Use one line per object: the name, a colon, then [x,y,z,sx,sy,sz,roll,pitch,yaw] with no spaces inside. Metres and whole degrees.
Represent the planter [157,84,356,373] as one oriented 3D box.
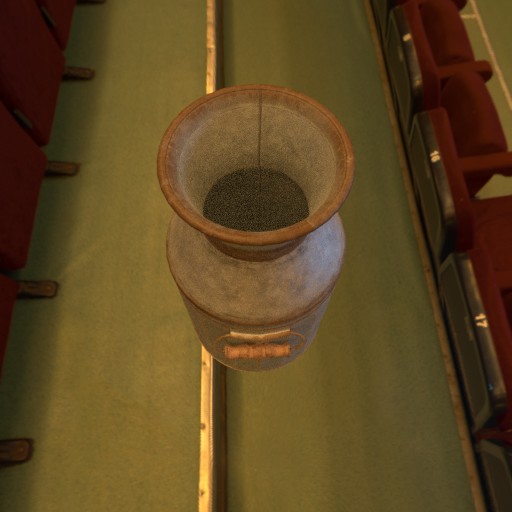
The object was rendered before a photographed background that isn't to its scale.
planter: [0.000,0.000,0.556,0.214,0.396,0.245,-2,64,-1]
